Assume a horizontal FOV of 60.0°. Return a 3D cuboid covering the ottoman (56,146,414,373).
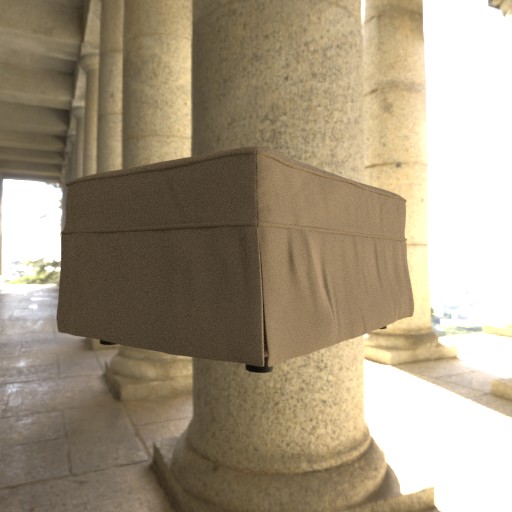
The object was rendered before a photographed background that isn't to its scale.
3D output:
[{"bbox_3d":[0.000,0.000,1.352,0.721,0.482,0.959,0,0,36],"label":"ottoman"}]
